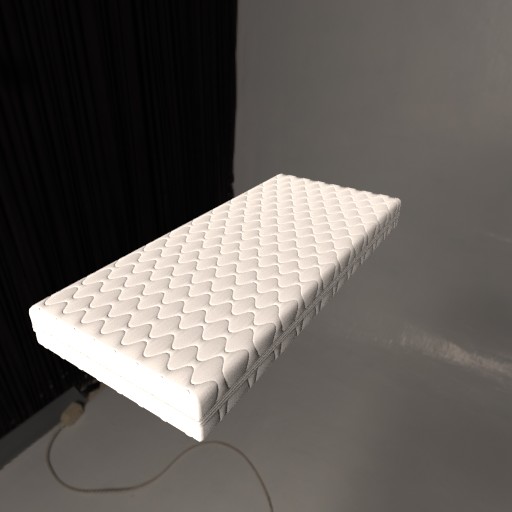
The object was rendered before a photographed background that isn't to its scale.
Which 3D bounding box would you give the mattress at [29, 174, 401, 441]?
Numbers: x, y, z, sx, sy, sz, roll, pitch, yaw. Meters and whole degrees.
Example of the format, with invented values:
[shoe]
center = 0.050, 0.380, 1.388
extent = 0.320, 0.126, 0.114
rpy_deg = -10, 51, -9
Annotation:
[mattress]
center = 0.000, 0.000, 2.336
extent = 0.900, 0.200, 2.000
rpy_deg = 18, 34, 29
